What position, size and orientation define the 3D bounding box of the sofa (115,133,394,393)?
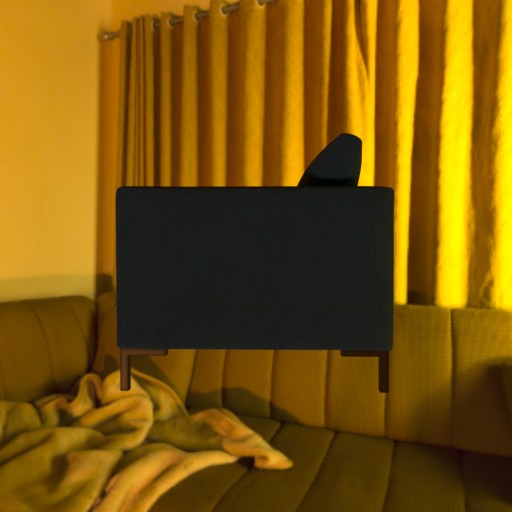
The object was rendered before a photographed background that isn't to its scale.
[{"bbox_3d":[0.000,0.000,2.156,0.875,0.817,1.676,0,1,1],"label":"sofa"}]
